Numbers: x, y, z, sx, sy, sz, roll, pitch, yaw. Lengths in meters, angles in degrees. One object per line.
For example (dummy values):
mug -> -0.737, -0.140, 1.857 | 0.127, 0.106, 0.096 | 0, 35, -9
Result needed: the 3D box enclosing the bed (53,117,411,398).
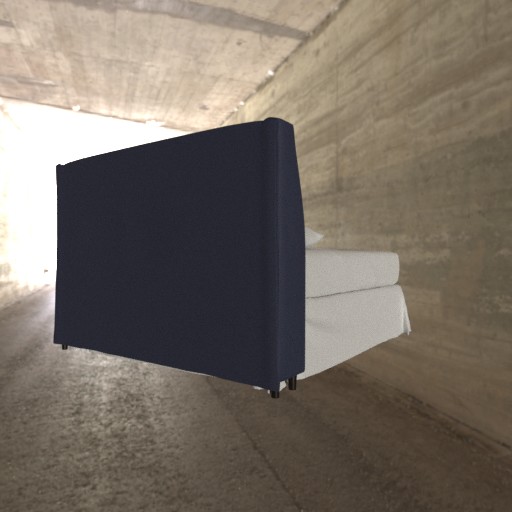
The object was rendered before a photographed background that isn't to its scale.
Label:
bed -> 0.000, 0.000, 3.493 | 1.925, 1.332, 2.276 | 0, 0, 36
